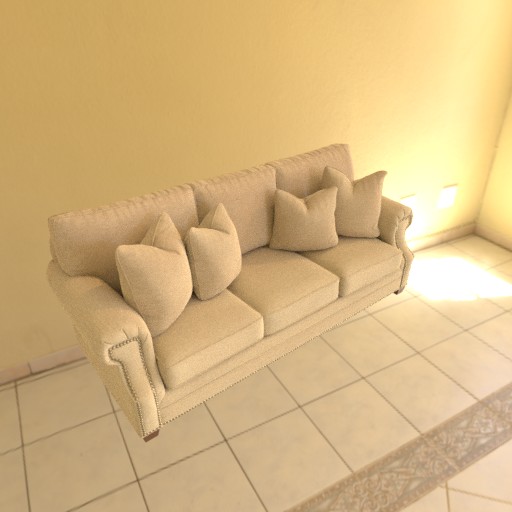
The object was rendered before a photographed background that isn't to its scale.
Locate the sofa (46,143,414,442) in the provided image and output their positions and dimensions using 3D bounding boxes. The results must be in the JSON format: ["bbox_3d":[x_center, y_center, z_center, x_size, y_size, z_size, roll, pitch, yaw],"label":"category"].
[{"bbox_3d":[0.000,0.000,2.808,2.312,0.975,0.965,-22,36,-33],"label":"sofa"}]
